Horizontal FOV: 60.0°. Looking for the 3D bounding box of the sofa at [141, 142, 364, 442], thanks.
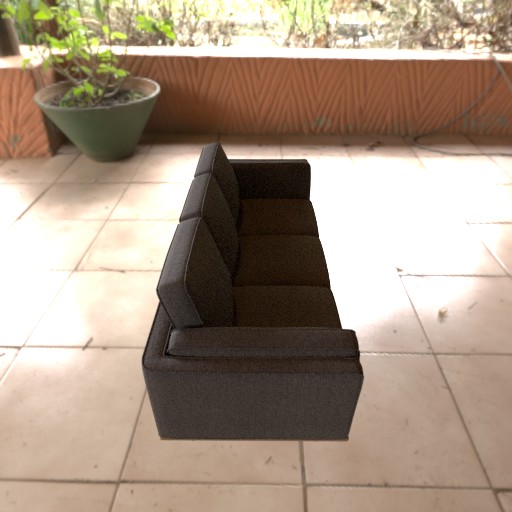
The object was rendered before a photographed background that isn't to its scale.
[{"bbox_3d":[0.000,0.000,2.800,0.903,0.899,2.362,0,32,0],"label":"sofa"}]
